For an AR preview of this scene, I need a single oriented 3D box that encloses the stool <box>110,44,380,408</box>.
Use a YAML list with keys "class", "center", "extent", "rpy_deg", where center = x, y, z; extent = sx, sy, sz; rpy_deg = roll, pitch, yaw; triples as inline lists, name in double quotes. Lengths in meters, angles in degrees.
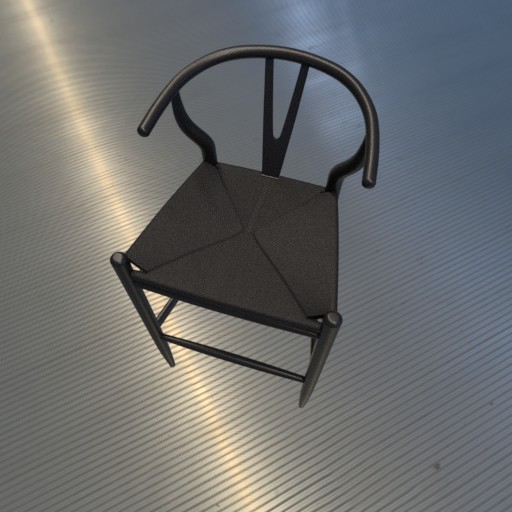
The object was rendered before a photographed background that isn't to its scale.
- class: "stool"
  center: [0.000, 0.000, 1.396]
  extent: [0.569, 1.072, 0.579]
  rpy_deg: [15, 60, 9]
